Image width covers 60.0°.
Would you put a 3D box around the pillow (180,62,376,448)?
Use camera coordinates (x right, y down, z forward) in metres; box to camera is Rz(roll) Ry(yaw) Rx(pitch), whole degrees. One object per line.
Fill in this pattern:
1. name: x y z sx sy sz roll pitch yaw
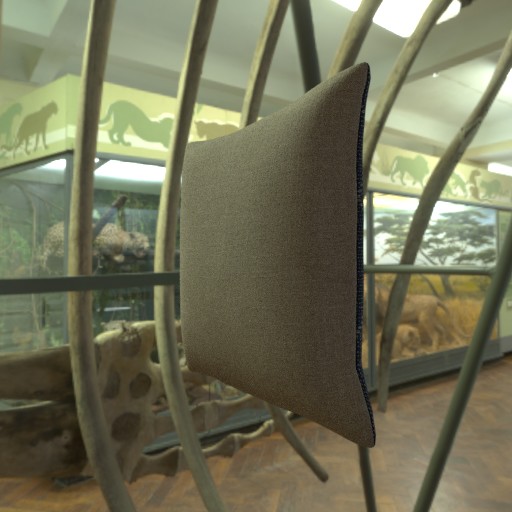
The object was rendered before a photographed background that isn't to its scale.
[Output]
1. pillow: 0.000 0.000 0.664 0.148 0.428 0.435 0 0 -36
